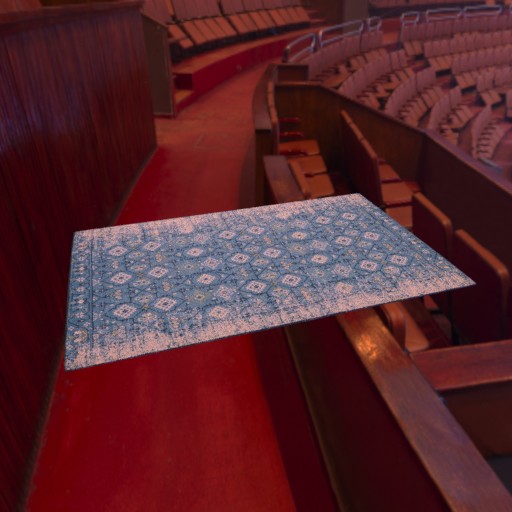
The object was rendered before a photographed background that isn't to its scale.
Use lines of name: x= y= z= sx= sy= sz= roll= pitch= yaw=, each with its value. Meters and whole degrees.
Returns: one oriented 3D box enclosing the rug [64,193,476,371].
rug: x=0.000 y=0.000 z=2.252 sx=1.795 sy=0.008 sz=1.102 roll=-9 pitch=33 yaw=-15
